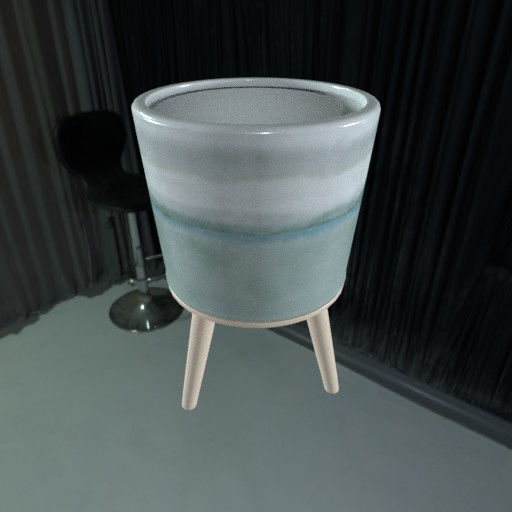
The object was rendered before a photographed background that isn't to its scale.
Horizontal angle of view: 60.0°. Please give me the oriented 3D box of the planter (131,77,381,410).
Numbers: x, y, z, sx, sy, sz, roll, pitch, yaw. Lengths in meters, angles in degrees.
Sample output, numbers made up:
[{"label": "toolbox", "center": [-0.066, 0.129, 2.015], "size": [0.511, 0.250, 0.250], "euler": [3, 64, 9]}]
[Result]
[{"label": "planter", "center": [0.000, 0.000, 0.585], "size": [0.265, 0.404, 0.265], "euler": [20, 36, 29]}]
